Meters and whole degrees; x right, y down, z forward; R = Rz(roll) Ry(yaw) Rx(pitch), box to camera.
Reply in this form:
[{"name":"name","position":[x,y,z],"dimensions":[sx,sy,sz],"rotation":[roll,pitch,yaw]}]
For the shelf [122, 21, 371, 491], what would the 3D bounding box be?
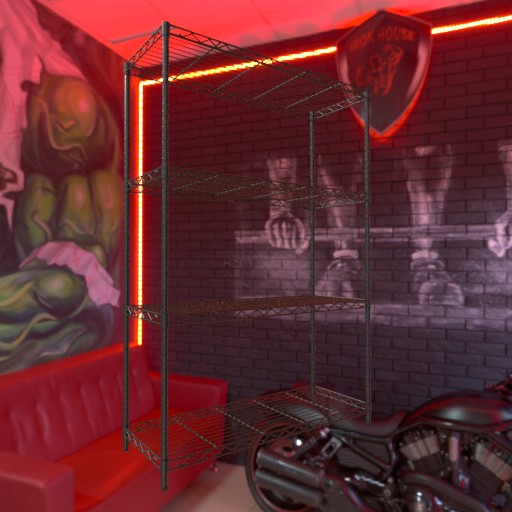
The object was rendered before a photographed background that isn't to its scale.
[{"name":"shelf","position":[0.000,0.000,1.681],"dimensions":[0.907,1.361,0.352],"rotation":[1,-1,-35]}]
